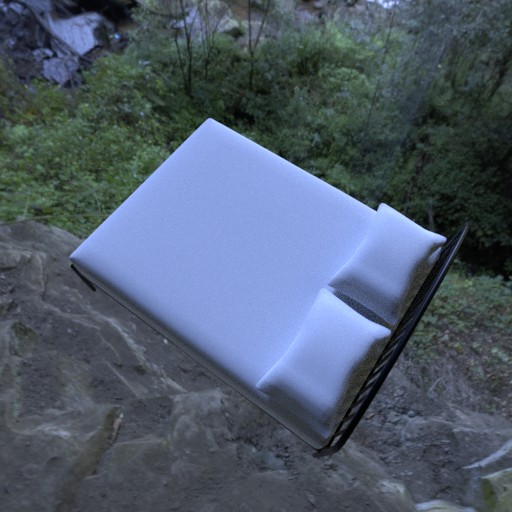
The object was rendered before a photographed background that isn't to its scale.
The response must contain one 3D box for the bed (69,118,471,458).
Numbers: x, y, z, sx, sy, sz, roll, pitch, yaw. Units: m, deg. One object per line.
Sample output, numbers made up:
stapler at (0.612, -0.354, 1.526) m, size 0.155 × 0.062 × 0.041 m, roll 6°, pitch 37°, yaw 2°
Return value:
bed at (0.000, 0.000, 3.106) m, size 2.159 × 1.166 × 1.618 m, roll 33°, pitch 68°, yaw 15°
